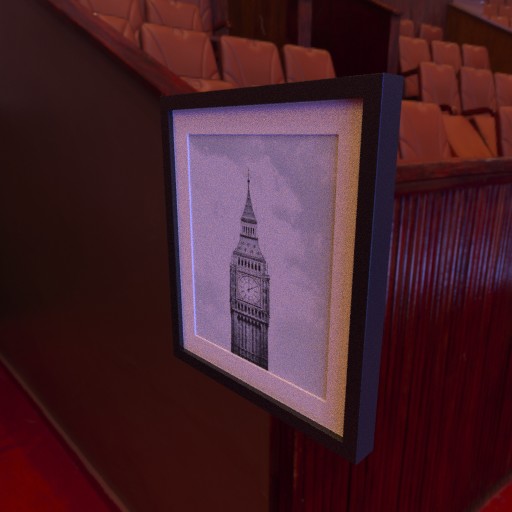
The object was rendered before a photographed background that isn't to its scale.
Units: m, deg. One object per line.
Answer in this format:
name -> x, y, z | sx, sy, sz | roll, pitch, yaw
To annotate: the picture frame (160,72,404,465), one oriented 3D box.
picture frame -> 0.000, 0.000, 0.532 | 0.034, 0.378, 0.328 | -15, 21, -43
